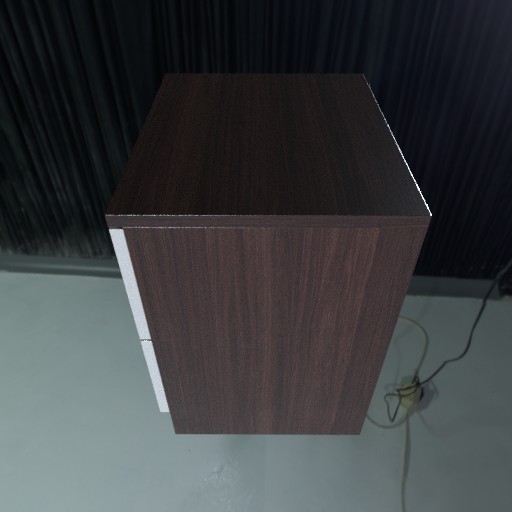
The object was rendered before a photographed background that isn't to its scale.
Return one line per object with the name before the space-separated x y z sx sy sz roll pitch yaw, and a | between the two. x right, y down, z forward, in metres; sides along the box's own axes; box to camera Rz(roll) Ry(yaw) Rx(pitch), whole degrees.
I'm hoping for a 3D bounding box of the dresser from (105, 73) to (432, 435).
dresser | 0.000 0.000 0.757 0.360 0.470 0.400 0 42 0
